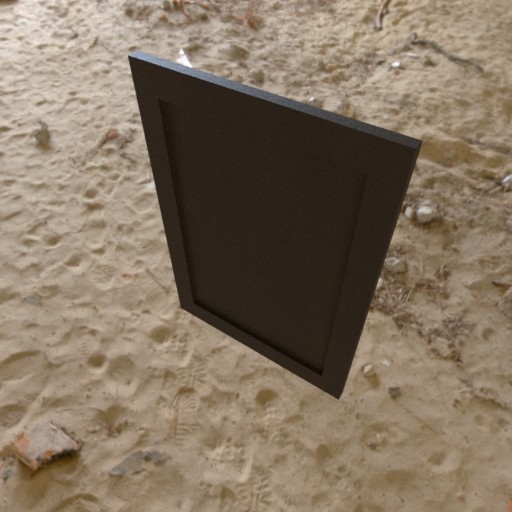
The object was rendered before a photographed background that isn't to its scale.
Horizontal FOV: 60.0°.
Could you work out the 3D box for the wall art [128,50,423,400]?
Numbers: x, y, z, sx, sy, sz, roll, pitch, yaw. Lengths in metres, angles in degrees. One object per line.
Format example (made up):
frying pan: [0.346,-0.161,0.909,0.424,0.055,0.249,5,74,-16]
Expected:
wall art: [0.000,0.000,0.660,0.359,0.513,0.017,26,52,22]
